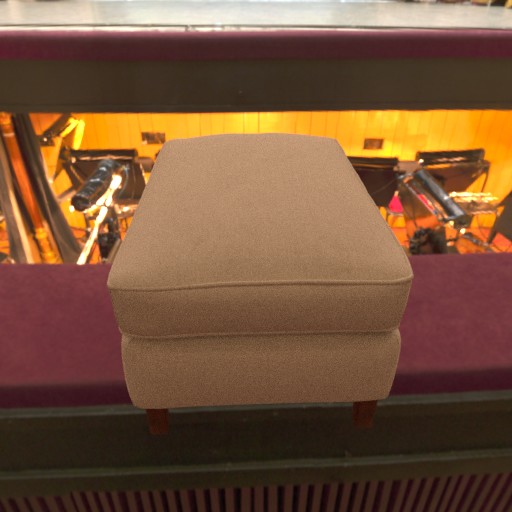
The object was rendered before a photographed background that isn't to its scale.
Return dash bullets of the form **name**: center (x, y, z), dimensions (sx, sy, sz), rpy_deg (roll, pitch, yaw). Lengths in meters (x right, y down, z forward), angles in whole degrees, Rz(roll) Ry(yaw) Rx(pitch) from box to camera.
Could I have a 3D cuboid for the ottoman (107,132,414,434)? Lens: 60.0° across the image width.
- **ottoman**: center (0.000, 0.000, 0.998), dimensions (0.501, 0.456, 0.665), rpy_deg (-1, 33, -2)
